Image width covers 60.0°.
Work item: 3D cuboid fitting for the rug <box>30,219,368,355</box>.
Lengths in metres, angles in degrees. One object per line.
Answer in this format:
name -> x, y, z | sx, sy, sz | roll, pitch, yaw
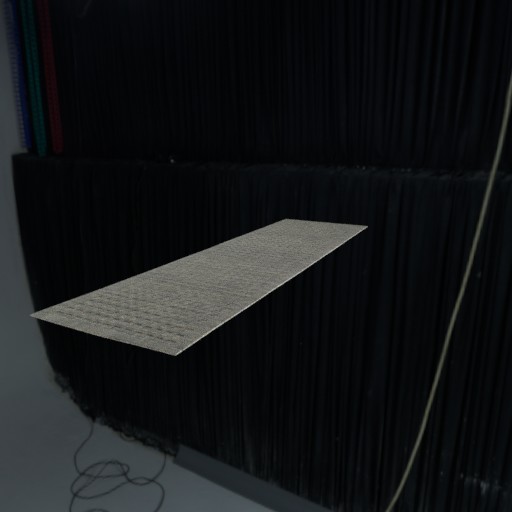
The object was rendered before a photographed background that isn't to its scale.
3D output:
rug -> 0.000, 0.000, 2.607 | 0.706, 0.009, 2.443 | 8, 17, 27
